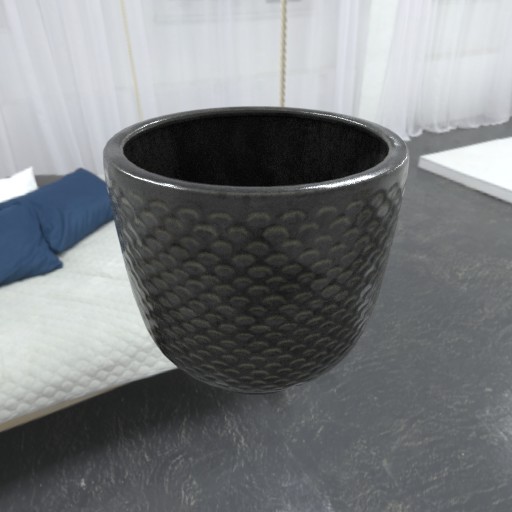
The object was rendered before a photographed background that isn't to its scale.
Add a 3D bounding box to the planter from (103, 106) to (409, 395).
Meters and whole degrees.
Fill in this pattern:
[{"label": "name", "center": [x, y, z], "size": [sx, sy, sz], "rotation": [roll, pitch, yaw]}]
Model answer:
[{"label": "planter", "center": [0.000, 0.000, 0.240], "size": [0.140, 0.129, 0.140], "rotation": [0, 31, 0]}]
